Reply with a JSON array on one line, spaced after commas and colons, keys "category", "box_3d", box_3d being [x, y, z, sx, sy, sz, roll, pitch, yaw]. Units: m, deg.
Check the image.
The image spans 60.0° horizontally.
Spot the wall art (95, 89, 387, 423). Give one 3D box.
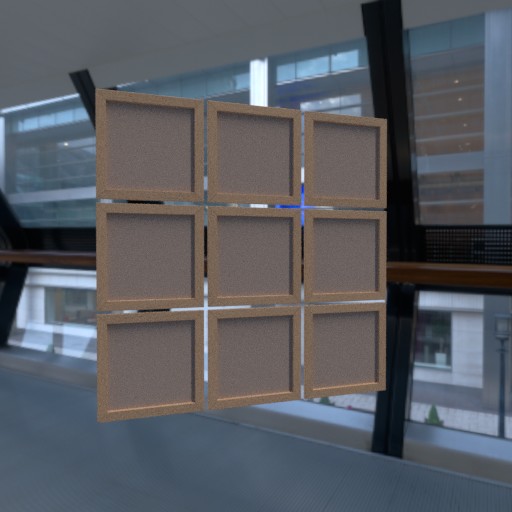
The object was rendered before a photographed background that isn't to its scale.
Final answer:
[{"category": "wall art", "box_3d": [0.000, 0.000, 1.353, 0.917, 0.910, 0.012, 0, 1, -18]}]
